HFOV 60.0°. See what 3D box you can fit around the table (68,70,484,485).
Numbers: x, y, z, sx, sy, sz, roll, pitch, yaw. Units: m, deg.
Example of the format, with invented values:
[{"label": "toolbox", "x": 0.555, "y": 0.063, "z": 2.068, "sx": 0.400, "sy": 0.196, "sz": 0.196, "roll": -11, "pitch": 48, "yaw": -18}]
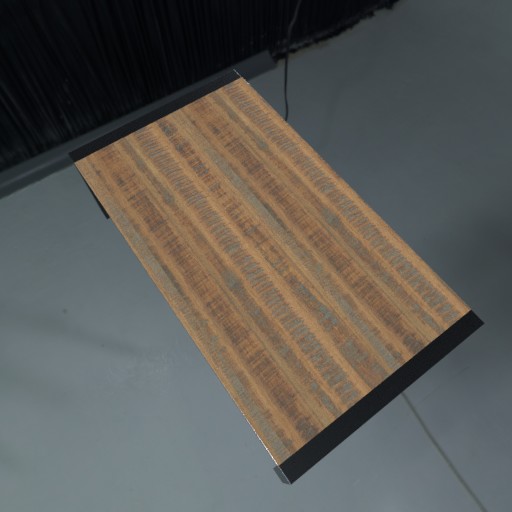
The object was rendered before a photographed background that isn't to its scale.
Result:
[{"label": "table", "x": 0.000, "y": 0.000, "z": 1.677, "sx": 0.750, "sy": 0.400, "sz": 1.350, "roll": -33, "pitch": 68, "yaw": -15}]
